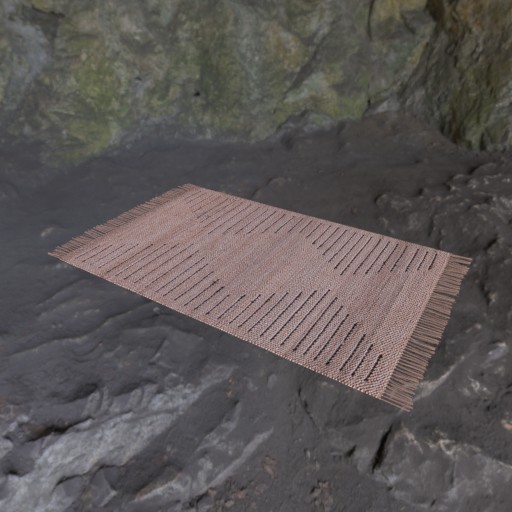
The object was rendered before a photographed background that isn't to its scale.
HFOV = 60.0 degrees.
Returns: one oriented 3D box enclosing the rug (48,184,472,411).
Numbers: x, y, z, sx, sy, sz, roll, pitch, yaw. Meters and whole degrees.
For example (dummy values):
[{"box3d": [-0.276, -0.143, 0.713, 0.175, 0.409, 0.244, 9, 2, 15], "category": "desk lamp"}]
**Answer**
[{"box3d": [0.000, 0.000, 2.489, 2.085, 0.027, 1.224, 18, 36, 27], "category": "rug"}]
